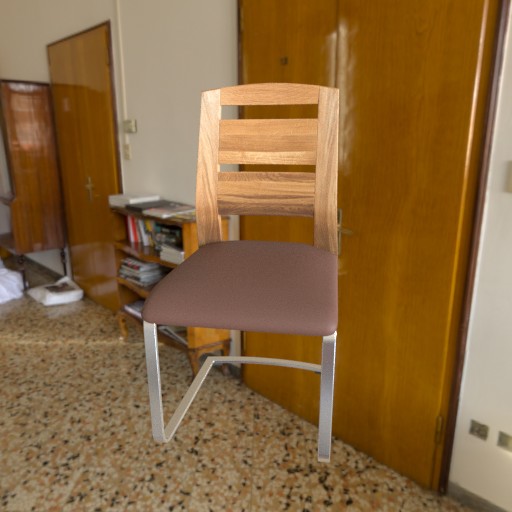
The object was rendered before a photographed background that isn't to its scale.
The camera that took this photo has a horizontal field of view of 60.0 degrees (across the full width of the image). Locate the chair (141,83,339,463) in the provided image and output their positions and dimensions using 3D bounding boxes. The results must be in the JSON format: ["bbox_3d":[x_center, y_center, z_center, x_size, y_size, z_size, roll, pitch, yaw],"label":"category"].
[{"bbox_3d":[0.000,0.000,1.249,0.460,0.970,0.570,3,15,10],"label":"chair"}]
